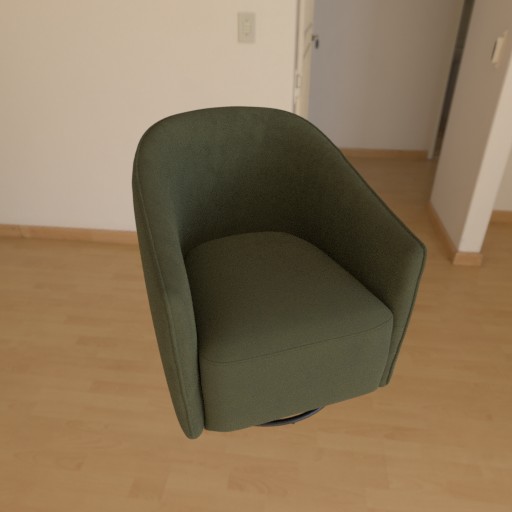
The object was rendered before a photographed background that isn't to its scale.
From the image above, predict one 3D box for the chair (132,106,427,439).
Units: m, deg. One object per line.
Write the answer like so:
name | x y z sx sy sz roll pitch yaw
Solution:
chair | 0.000 0.000 1.490 0.747 0.799 0.875 -10 33 -16
